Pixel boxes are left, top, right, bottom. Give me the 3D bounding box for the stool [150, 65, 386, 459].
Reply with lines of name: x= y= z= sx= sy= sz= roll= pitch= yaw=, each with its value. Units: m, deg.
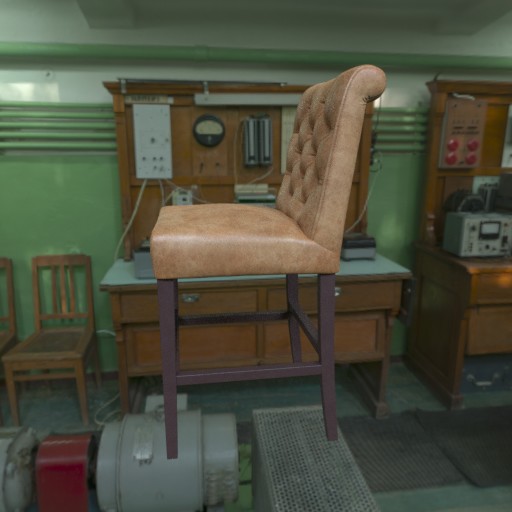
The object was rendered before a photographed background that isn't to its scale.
stool: x=0.000 y=0.000 z=1.370 sx=0.601 sy=1.047 sz=0.493 roll=-2 pitch=14 yaw=-8
